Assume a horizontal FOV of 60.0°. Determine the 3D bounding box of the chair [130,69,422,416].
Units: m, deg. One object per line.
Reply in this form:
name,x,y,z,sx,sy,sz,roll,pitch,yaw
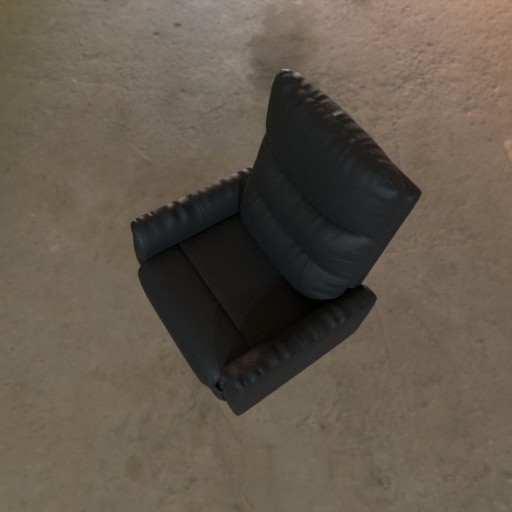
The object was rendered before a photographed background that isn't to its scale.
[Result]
chair,0.000,0.000,1.657,0.831,1.082,0.775,-32,68,-14
